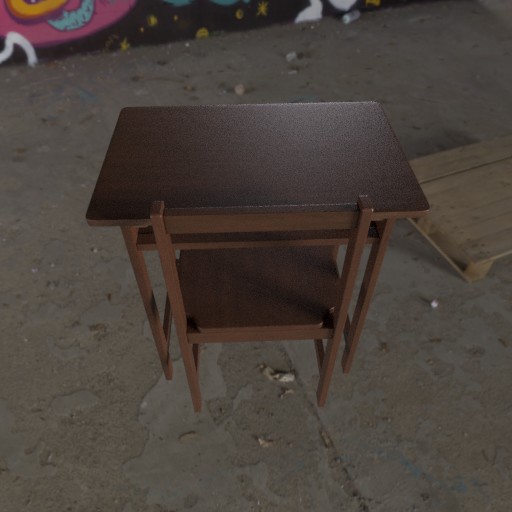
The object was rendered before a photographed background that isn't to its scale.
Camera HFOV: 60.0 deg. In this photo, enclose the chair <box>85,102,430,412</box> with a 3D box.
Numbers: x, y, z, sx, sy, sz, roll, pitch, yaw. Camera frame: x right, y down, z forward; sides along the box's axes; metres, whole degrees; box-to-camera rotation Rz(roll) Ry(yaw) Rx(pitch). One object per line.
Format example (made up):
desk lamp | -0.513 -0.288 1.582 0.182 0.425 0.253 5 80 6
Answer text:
chair | 0.000 0.000 1.065 0.599 0.673 0.463 -2 46 -2
